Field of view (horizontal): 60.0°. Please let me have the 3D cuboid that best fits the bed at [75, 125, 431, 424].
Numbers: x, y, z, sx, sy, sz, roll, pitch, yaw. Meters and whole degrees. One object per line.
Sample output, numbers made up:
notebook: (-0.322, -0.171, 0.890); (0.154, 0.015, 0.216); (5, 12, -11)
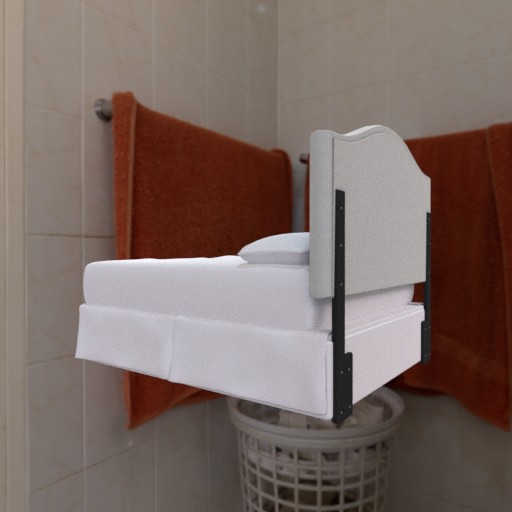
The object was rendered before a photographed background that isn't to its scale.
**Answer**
bed: (0.000, 0.000, 3.430); (2.180, 1.607, 1.813); (0, 1, 37)
